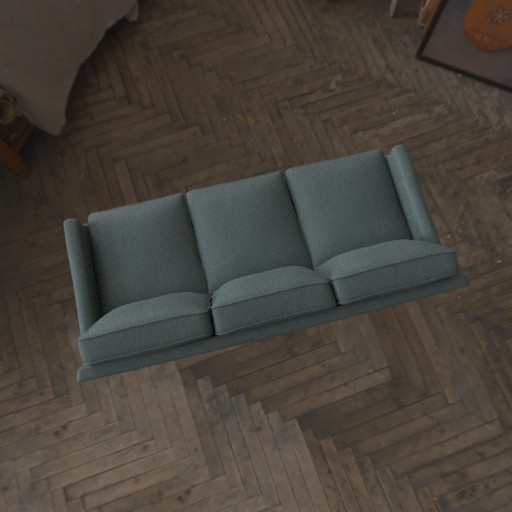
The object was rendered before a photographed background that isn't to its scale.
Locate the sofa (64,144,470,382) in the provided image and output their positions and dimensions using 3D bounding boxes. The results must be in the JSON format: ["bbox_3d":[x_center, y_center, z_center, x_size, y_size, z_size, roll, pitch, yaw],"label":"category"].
[{"bbox_3d":[0.000,0.000,2.820,2.246,1.003,1.084,-13,76,-3],"label":"sofa"}]
